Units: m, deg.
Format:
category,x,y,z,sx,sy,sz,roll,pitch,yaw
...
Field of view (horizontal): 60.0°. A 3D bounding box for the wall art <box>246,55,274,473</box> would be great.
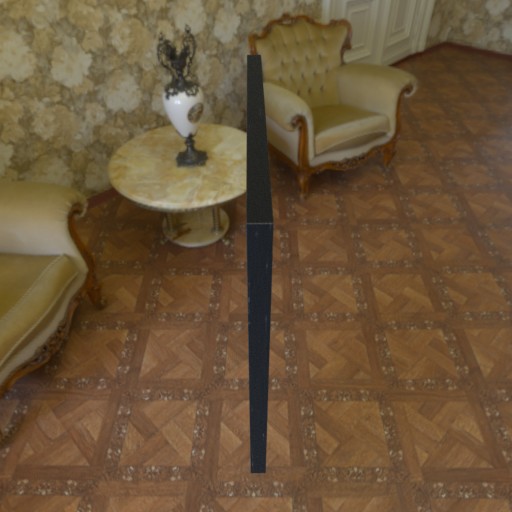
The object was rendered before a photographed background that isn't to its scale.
category,x,y,z,sx,sy,sz,roll,pitch,yaw
wall art,0.000,0.000,1.137,0.037,0.761,0.761,-1,40,-1
